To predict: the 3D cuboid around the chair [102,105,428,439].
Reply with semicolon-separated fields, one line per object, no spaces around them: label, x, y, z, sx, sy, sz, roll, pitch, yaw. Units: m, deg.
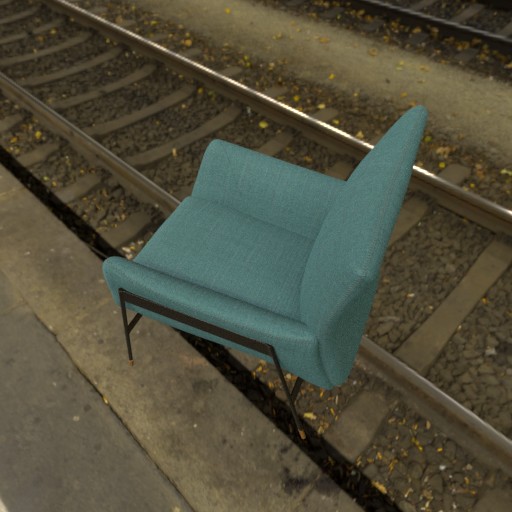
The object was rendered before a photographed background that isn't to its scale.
chair;0.000;0.000;1.411;0.769;0.859;0.678;17;49;16
